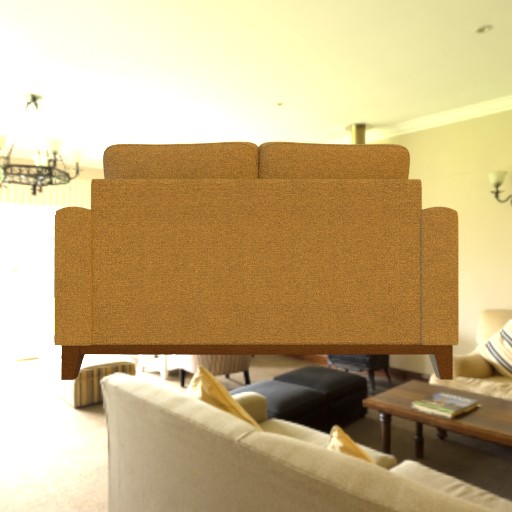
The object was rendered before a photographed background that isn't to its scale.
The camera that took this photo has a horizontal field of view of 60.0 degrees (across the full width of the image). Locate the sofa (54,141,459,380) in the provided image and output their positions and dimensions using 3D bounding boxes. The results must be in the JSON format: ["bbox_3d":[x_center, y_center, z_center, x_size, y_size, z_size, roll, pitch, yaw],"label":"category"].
[{"bbox_3d":[0.000,0.000,2.001,1.420,0.873,0.917,0,0,0],"label":"sofa"}]
